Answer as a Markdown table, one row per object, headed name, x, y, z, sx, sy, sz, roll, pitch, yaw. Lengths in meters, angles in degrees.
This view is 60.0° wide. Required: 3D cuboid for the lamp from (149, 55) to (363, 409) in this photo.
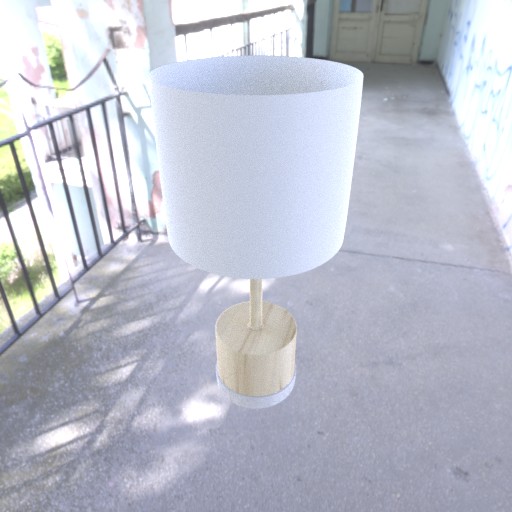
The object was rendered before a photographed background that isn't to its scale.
| name | x | y | z | sx | sy | sz | roll | pitch | yaw |
| --- | --- | --- | --- | --- | --- | --- | --- | --- | --- |
| lamp | 0.000 | 0.000 | 0.602 | 0.229 | 0.470 | 0.229 | 9 | 34 | 15 |
